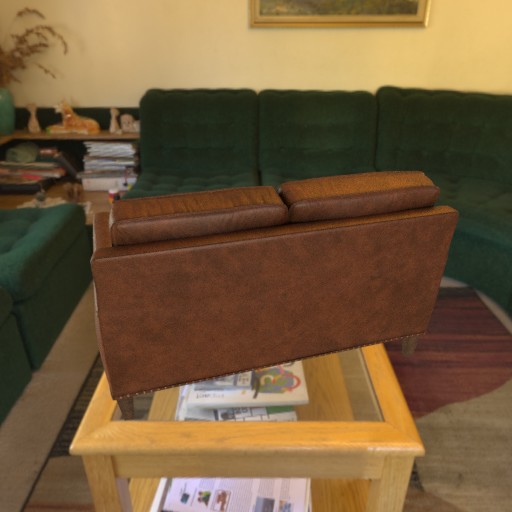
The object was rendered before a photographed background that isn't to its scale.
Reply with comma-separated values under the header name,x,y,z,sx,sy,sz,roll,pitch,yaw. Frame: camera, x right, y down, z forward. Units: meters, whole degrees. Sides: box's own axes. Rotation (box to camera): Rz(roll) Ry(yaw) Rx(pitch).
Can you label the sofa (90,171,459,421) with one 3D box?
name,x,y,z,sx,sy,sz,roll,pitch,yaw
sofa,0.000,0.000,2.301,1.628,1.003,1.083,-8,28,-15
